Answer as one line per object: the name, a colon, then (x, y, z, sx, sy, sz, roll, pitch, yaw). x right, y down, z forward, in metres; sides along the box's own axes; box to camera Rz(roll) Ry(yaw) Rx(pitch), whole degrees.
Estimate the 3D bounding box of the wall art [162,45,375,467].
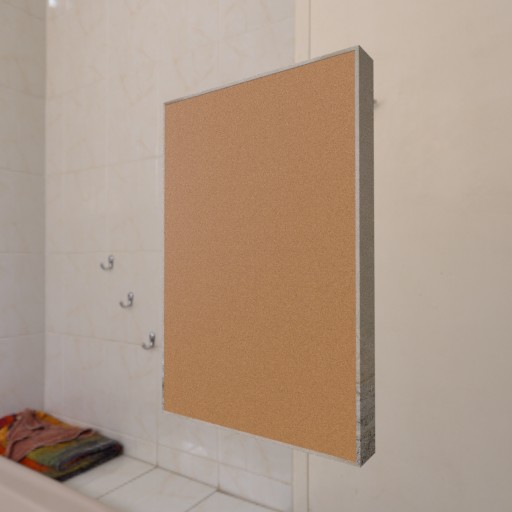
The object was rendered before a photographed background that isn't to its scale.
wall art: (0.000, 0.000, 0.487, 0.254, 0.381, 0.038, -1, -1, 35)
